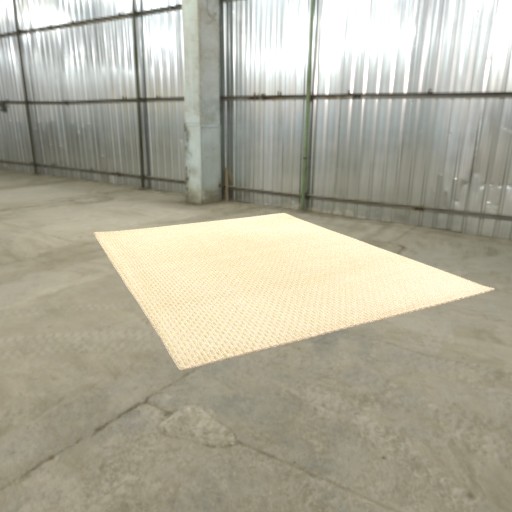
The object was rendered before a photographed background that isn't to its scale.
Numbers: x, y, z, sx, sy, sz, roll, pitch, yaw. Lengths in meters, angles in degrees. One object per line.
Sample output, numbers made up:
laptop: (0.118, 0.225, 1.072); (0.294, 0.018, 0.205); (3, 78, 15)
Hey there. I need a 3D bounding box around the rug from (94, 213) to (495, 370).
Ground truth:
rug: (0.000, 0.000, 3.822); (2.277, 0.035, 2.897); (-9, 19, -26)
